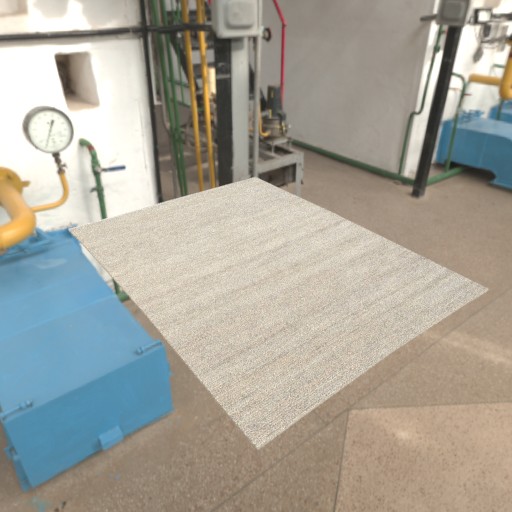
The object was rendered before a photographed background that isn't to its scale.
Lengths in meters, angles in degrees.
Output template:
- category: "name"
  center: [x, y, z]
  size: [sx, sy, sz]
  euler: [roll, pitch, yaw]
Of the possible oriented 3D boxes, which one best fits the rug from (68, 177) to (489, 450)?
- category: "rug"
  center: [0.000, 0.000, 4.650]
  size: [2.757, 0.051, 3.626]
  euler: [-22, 37, -31]
